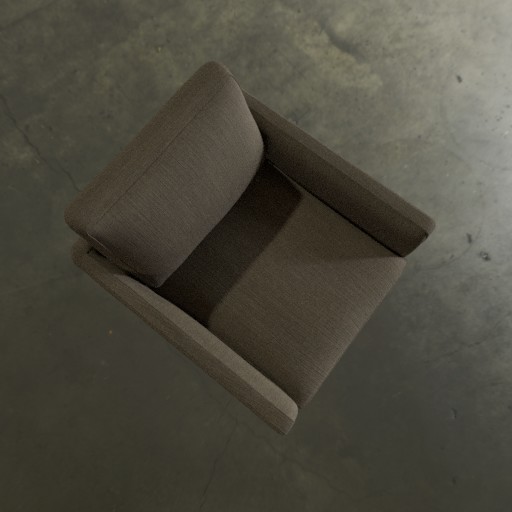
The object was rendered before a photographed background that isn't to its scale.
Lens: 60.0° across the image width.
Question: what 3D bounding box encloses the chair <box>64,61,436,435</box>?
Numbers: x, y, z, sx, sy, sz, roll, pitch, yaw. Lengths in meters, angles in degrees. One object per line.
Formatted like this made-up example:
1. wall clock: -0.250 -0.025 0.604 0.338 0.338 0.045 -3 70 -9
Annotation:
1. chair: 0.000 0.000 1.468 0.834 0.811 0.763 37 79 9
